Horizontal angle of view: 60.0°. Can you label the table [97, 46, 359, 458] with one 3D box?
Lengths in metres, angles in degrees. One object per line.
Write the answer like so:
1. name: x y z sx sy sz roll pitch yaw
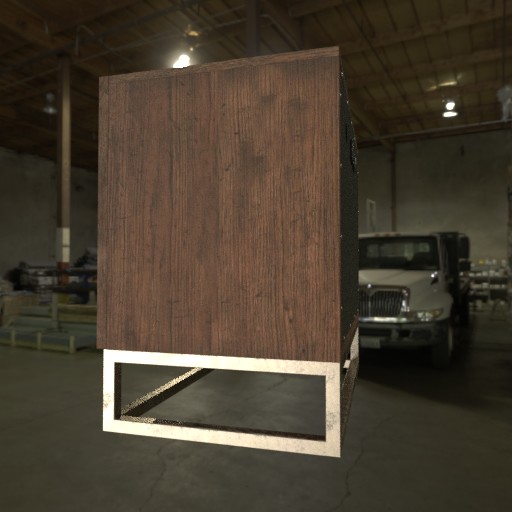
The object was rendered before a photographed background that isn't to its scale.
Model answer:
1. table: 0.000 0.000 1.237 0.542 0.746 0.767 0 -2 15
